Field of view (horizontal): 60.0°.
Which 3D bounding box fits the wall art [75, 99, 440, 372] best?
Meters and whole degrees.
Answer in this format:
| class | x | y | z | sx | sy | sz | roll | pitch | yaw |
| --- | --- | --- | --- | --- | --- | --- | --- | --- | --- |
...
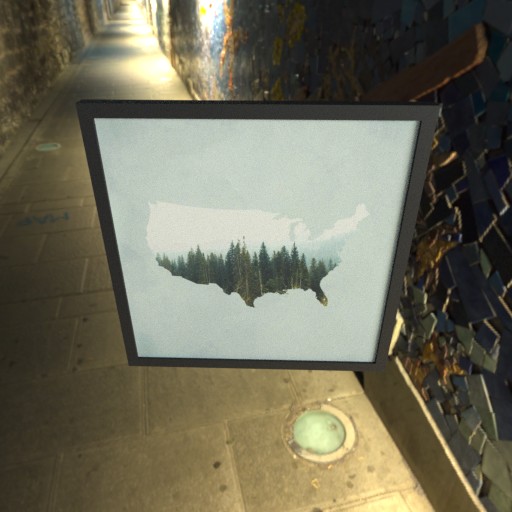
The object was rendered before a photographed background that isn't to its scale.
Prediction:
| class | x | y | z | sx | sy | sz | roll | pitch | yaw |
| --- | --- | --- | --- | --- | --- | --- | --- | --- | --- |
| wall art | 0.000 | 0.000 | 1.139 | 0.763 | 0.763 | 0.038 | 1 | 31 | 2 |
